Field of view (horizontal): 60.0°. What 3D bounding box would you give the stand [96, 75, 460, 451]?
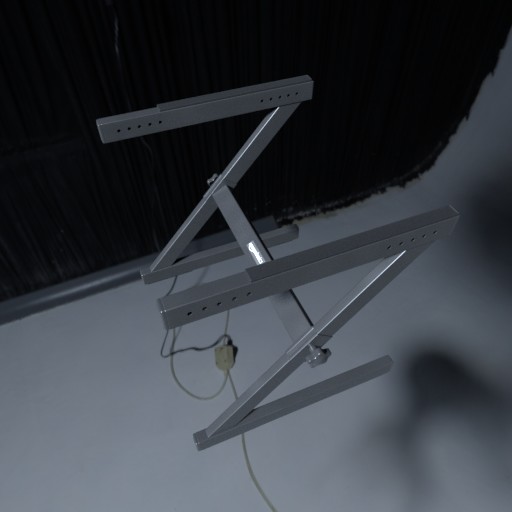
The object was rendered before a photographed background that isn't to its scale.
[{"bbox_3d":[0.000,0.000,1.181,0.586,0.617,0.700,-17,49,-15],"label":"stand"}]
